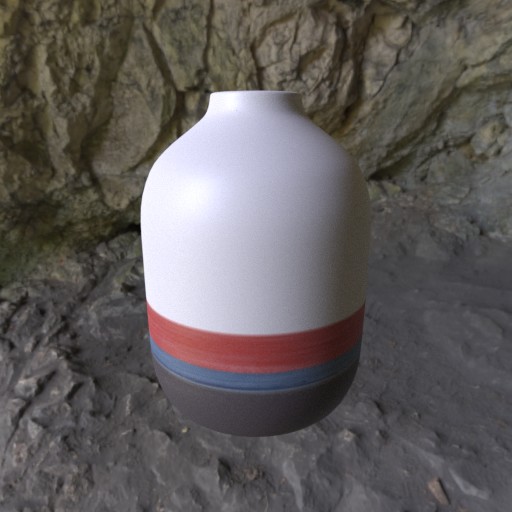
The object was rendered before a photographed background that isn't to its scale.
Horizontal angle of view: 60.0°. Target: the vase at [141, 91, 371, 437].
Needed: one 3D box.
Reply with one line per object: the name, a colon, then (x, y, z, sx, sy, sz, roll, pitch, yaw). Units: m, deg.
vase: (0.000, 0.000, 0.344, 0.169, 0.237, 0.169, 0, 17, 0)
